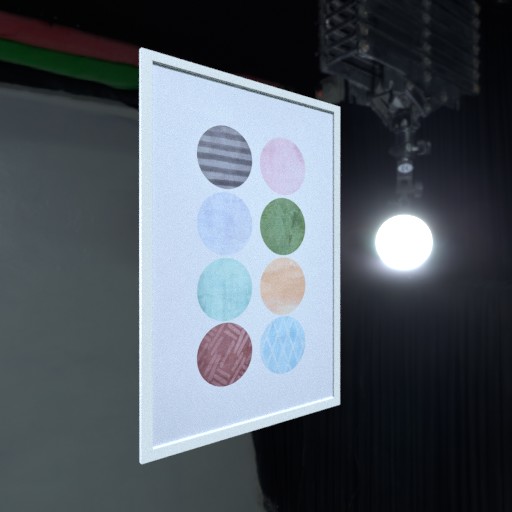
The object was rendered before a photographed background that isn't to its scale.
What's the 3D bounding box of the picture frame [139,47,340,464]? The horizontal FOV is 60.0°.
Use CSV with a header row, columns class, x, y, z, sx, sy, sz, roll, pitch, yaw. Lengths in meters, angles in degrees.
class,x,y,z,sx,sy,sz,roll,pitch,yaw
picture frame,0.000,0.000,1.204,0.659,0.940,0.013,0,0,-37
